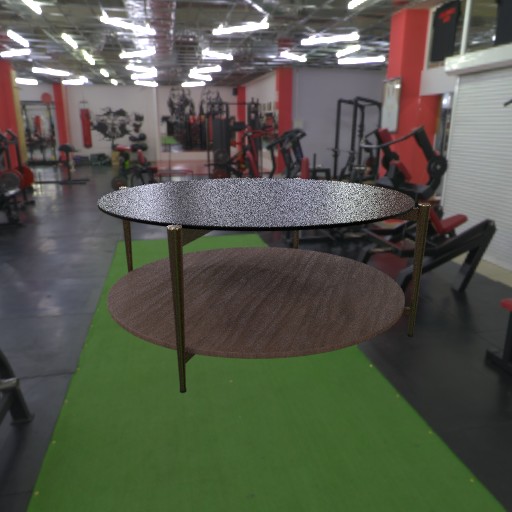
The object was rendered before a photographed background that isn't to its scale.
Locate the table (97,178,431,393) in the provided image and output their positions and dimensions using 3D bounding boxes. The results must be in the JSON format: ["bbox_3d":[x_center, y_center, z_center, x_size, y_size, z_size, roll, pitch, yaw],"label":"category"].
[{"bbox_3d":[0.000,0.000,1.440,0.938,0.400,0.938,-3,16,-9],"label":"table"}]
